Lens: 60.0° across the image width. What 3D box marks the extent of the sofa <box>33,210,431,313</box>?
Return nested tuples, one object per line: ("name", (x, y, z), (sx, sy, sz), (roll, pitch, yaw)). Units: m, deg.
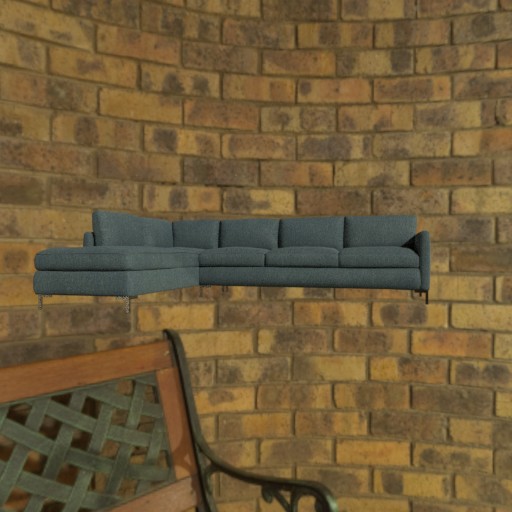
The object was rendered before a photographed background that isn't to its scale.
("sofa", (0.000, 0.000, 3.879), (2.949, 0.815, 2.007), (0, 0, 16))
